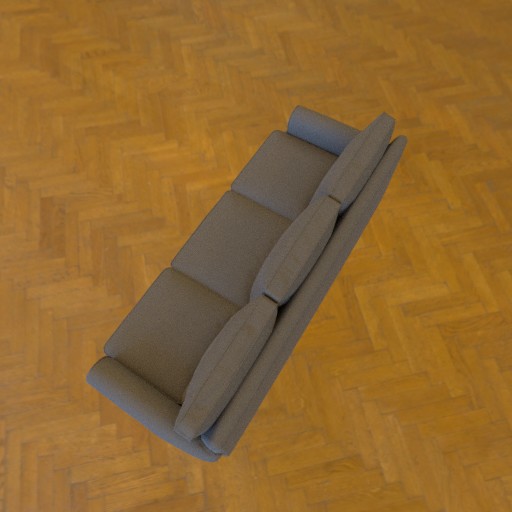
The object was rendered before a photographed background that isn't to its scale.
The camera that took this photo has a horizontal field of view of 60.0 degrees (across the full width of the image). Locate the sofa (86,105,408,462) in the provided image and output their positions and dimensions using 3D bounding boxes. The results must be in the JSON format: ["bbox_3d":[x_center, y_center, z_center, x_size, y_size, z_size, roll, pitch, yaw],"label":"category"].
[{"bbox_3d":[0.000,0.000,2.822,0.966,0.948,2.353,29,67,14],"label":"sofa"}]
